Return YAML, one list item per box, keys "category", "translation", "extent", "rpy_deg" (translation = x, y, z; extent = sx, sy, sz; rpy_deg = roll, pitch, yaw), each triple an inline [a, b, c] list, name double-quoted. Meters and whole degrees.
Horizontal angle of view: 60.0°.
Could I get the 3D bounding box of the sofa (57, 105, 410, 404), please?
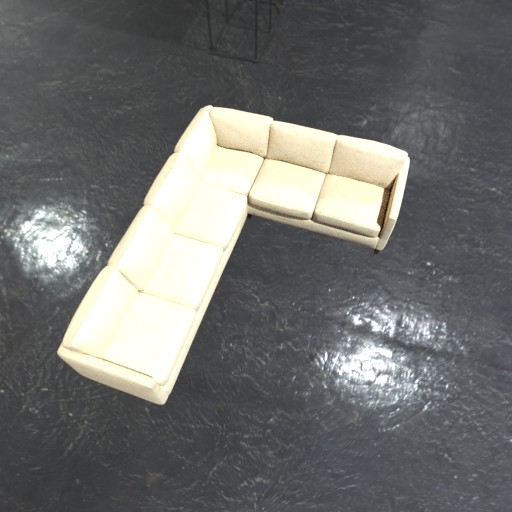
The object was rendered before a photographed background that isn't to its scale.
- category: "sofa"
  translation: [0.000, 0.000, 4.585]
  extent: [2.593, 0.947, 3.302]
  rpy_deg: [16, 60, 10]
